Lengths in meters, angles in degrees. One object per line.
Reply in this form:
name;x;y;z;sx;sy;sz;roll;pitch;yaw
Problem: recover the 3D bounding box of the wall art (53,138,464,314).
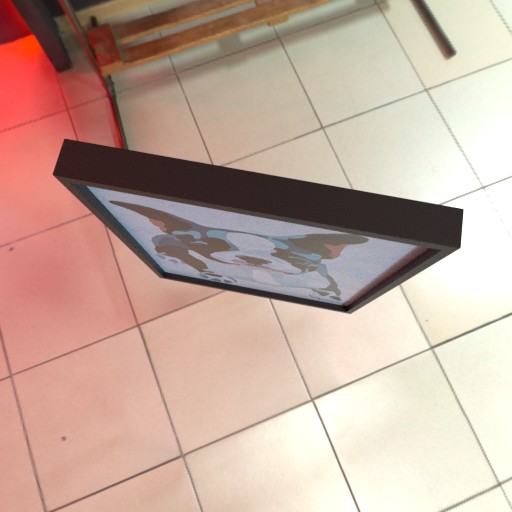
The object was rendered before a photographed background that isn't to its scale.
wall art;0.000;0.000;0.496;0.294;0.369;0.030;10;76;3
